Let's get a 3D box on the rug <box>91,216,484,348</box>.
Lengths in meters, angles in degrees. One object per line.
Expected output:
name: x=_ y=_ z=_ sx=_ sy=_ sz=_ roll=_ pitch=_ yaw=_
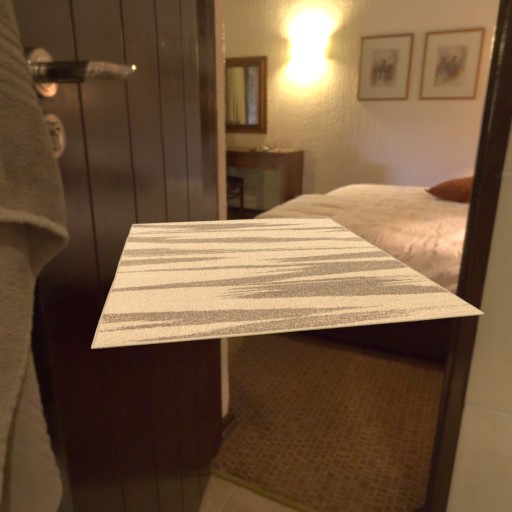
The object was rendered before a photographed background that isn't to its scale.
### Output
rug: x=0.000 y=0.000 z=3.931 sx=2.353 sy=0.014 sz=2.945 roll=-3 pitch=17 yaw=-10
